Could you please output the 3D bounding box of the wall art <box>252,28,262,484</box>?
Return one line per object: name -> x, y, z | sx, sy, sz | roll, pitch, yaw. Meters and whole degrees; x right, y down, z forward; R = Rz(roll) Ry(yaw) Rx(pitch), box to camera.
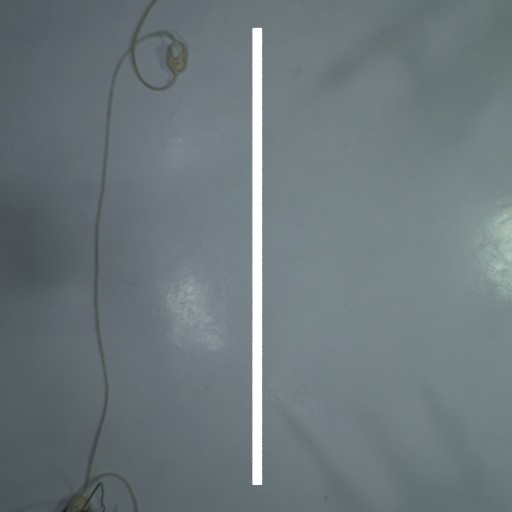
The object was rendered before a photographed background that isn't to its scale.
wall art -> 0.000, 0.000, 0.857 | 0.013, 0.584, 0.584 | 0, 90, 0
